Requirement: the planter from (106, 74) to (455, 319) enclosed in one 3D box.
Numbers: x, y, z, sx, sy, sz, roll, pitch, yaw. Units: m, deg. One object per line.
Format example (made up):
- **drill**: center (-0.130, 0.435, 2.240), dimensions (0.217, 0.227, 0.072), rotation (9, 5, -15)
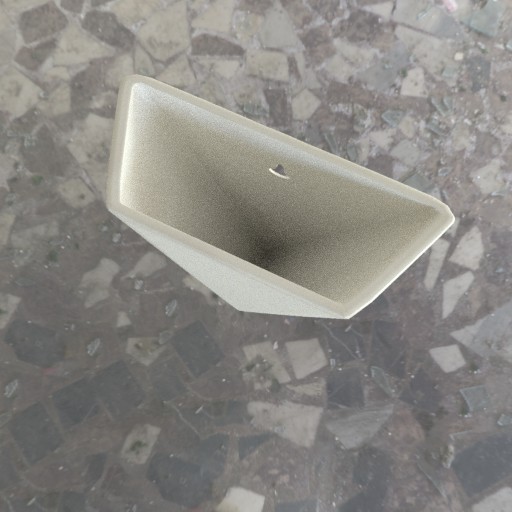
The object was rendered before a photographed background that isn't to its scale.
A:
- **planter**: center (0.000, 0.000, 0.271), dimensions (0.150, 0.197, 0.060), rotation (25, 77, 6)
